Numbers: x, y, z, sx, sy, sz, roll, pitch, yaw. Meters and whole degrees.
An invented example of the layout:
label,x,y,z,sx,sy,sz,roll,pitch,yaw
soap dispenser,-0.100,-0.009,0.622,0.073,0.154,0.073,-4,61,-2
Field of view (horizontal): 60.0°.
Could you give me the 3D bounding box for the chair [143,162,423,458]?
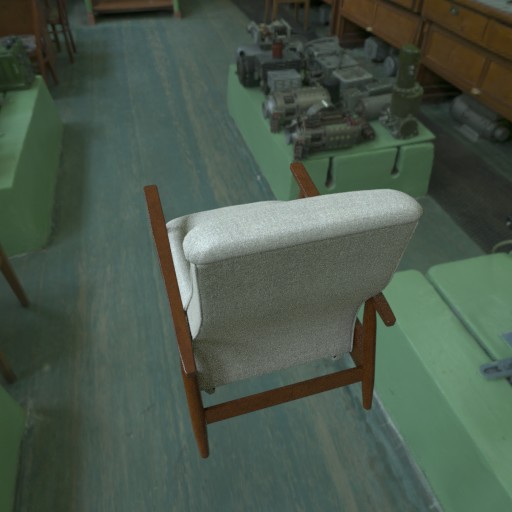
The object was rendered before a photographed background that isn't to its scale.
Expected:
label,x,y,z,sx,sy,sz,roll,pitch,yaw
chair,0.000,0.000,1.778,0.762,1.082,1.014,-11,43,-12
